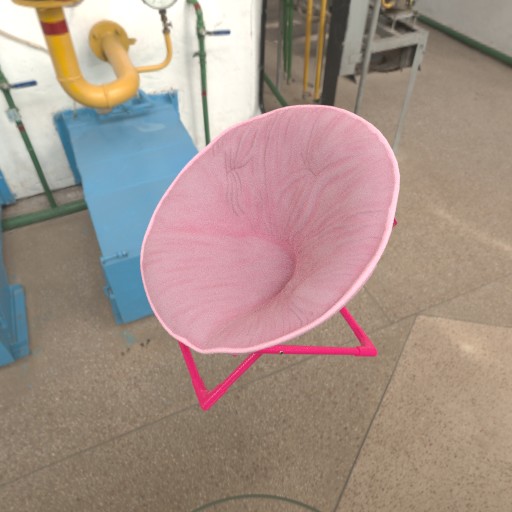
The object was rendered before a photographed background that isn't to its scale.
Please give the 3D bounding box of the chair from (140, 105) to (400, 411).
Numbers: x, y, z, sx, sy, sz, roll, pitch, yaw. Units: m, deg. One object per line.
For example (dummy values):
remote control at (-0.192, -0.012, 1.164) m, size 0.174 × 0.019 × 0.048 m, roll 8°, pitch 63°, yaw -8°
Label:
chair at (0.000, 0.000, 0.906) m, size 0.459 × 0.494 × 0.522 m, roll -17°, pitch 48°, yaw -16°
